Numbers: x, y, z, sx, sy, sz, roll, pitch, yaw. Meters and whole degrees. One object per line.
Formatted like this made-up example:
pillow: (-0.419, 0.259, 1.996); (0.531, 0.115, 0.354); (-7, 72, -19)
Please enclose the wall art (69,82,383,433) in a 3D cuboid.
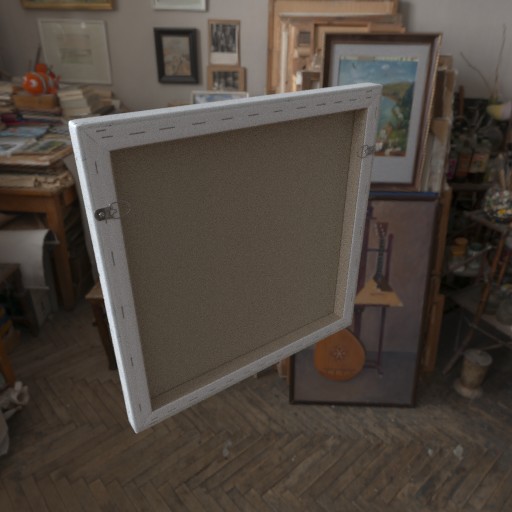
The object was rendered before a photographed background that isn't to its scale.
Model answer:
wall art: (0.000, 0.000, 0.901); (0.610, 0.611, 0.040); (-19, 35, -30)
